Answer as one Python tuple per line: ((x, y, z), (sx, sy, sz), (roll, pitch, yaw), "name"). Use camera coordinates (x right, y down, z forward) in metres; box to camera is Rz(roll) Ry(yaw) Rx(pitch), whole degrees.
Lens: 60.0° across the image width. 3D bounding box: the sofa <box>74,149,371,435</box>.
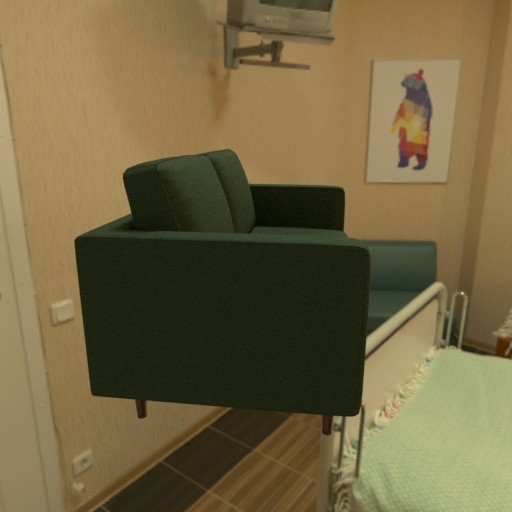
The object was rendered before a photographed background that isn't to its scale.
((0.000, 0.000, 1.974), (0.879, 0.899, 1.430), (2, 16, 8), "sofa")
